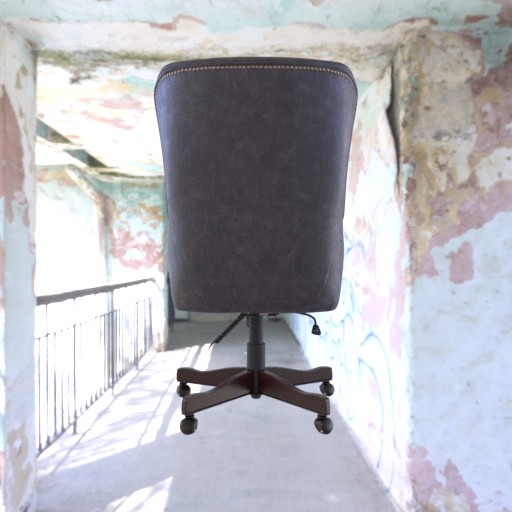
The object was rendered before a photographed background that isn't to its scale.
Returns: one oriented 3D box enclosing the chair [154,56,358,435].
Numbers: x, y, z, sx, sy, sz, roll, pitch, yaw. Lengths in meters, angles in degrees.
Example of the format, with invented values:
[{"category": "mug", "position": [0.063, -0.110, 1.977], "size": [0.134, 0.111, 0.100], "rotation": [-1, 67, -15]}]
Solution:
[{"category": "chair", "position": [0.000, 0.000, 1.474], "size": [0.594, 1.037, 0.717], "rotation": [0, 0, 0]}]
